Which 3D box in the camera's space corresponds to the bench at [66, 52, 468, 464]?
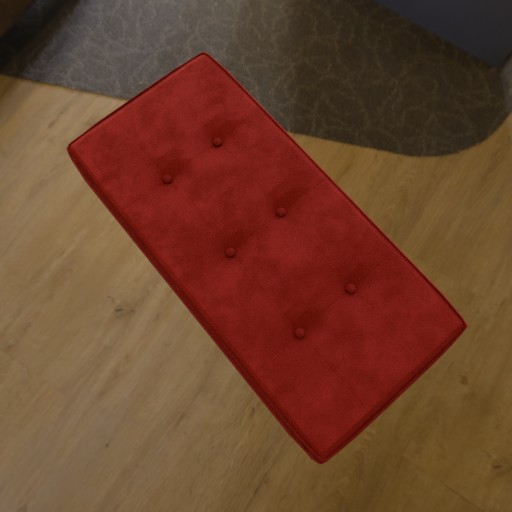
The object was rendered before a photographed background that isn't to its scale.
[{"bbox_3d":[0.000,0.000,1.304,0.492,0.471,1.016,-39,78,-10],"label":"bench"}]
